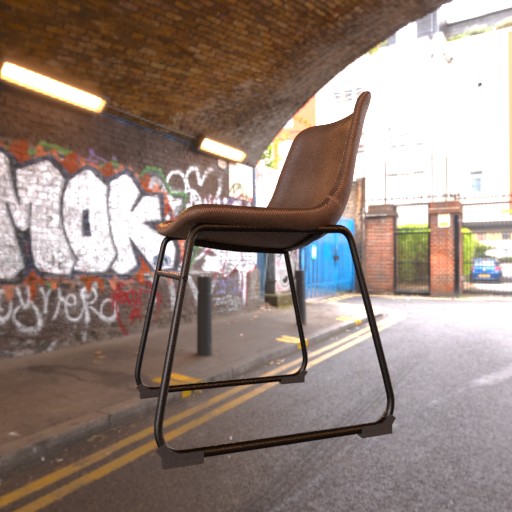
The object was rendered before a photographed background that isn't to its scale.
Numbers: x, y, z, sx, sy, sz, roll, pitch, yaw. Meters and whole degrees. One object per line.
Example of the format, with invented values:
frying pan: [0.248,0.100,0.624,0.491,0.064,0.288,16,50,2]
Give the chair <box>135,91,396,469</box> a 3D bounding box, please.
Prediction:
chair: [0.000,0.000,1.110,0.551,0.780,0.460,0,-1,-20]
